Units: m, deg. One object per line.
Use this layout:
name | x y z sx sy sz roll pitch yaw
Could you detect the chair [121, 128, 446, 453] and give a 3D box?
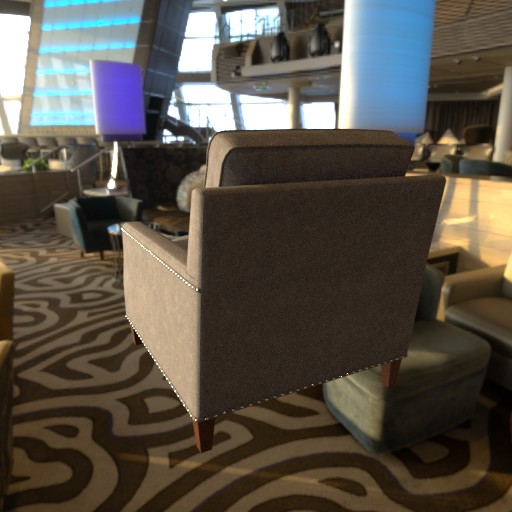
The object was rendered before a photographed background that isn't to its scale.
chair | 0.000 0.000 1.730 0.853 0.948 1.014 -8 17 -27
